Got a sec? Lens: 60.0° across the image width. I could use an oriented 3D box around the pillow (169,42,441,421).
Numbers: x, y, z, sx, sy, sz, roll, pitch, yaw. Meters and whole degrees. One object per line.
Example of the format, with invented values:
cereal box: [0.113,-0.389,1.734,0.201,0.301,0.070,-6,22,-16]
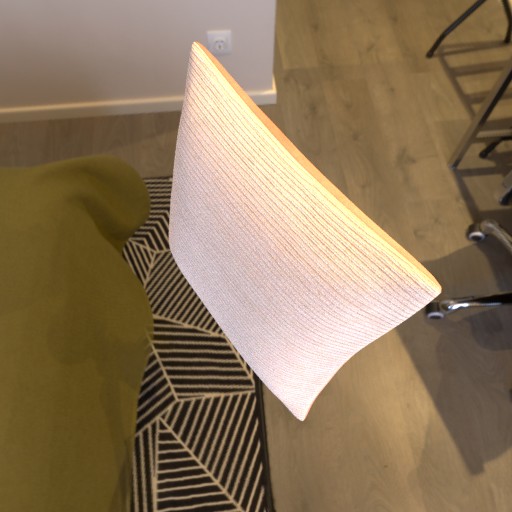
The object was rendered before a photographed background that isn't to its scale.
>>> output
pillow: [0.000,0.000,0.645,0.177,0.401,0.424,-33,67,-16]
